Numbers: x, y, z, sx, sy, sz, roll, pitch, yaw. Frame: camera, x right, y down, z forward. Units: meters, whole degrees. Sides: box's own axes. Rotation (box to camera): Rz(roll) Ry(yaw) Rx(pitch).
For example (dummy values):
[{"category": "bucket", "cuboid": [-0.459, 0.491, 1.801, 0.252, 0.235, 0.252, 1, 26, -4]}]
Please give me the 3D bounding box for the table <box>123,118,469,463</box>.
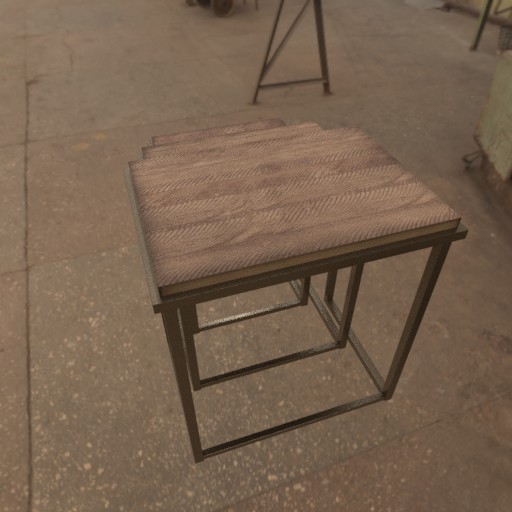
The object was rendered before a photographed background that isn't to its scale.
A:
[{"category": "table", "cuboid": [0.000, 0.000, 1.157, 0.559, 0.610, 0.706, -13, 43, -14]}]
